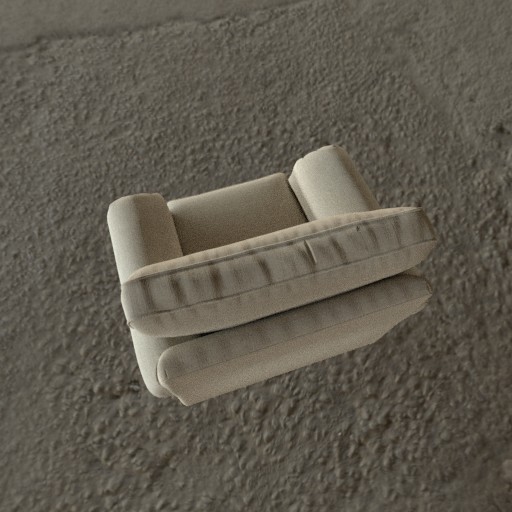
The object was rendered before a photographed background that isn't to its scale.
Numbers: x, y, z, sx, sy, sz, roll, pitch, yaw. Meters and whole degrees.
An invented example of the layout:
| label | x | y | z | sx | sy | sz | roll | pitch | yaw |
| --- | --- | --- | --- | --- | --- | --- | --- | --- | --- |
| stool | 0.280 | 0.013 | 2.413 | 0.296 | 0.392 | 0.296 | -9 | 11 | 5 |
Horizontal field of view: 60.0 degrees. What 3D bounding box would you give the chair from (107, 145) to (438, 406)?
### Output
| label | x | y | z | sx | sy | sz | roll | pitch | yaw |
| --- | --- | --- | --- | --- | --- | --- | --- | --- | --- |
| chair | 0.000 | 0.000 | 1.850 | 1.092 | 0.961 | 0.965 | -16 | 61 | -9 |
